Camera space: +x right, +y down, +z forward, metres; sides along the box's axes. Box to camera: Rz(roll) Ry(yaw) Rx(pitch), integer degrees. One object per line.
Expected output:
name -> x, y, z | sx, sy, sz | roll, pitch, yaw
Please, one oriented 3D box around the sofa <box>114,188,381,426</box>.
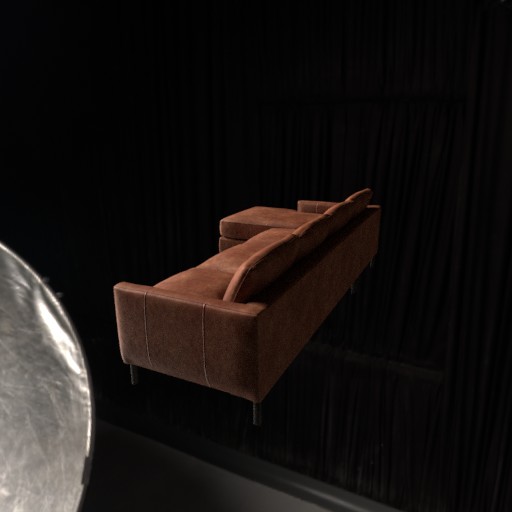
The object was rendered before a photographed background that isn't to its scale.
sofa -> 0.000, 0.000, 3.697 | 1.471, 0.859, 2.993 | 8, 19, 25
